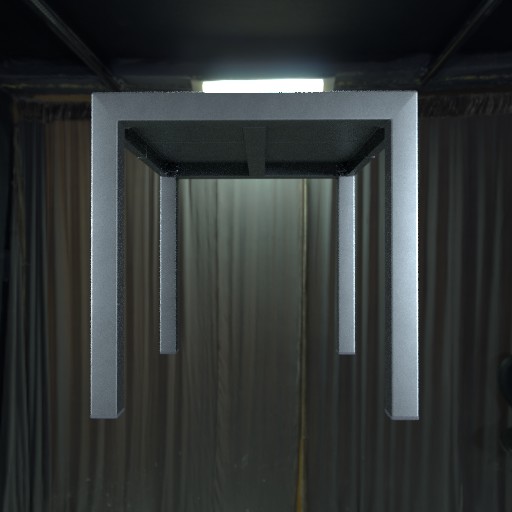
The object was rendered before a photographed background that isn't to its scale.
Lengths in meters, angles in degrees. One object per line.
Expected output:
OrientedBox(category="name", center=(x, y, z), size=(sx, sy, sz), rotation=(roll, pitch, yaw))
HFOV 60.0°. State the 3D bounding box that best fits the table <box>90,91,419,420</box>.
OrientedBox(category="table", center=(0.000, 0.000, 0.939), size=(0.508, 0.508, 0.508), rotation=(0, 0, 1))
